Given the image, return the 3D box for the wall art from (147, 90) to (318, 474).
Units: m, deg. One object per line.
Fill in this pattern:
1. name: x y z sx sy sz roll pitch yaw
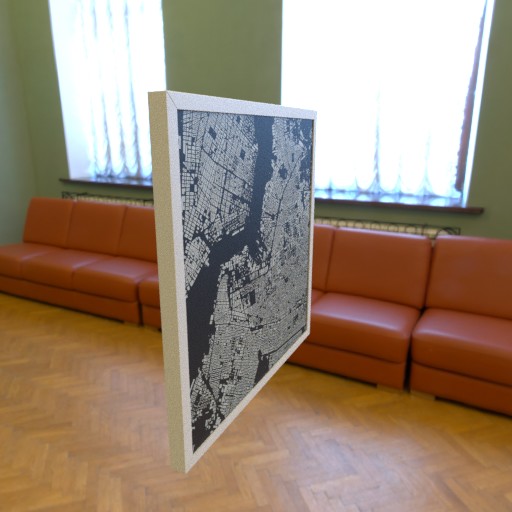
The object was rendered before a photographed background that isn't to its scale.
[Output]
1. wall art: 0.000 0.000 1.169 0.050 0.762 0.761 8 17 26
